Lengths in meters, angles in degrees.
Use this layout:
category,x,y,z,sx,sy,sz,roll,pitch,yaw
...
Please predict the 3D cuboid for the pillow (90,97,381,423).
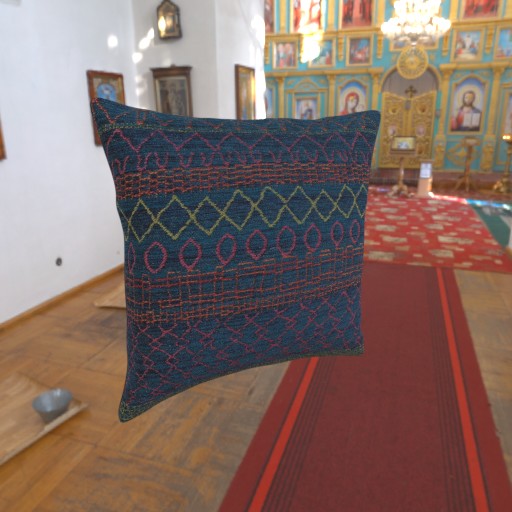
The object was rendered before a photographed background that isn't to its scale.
category,x,y,z,sx,sy,sz,roll,pitch,yaw
pillow,0.000,0.000,0.657,0.431,0.431,0.141,-8,18,-26
